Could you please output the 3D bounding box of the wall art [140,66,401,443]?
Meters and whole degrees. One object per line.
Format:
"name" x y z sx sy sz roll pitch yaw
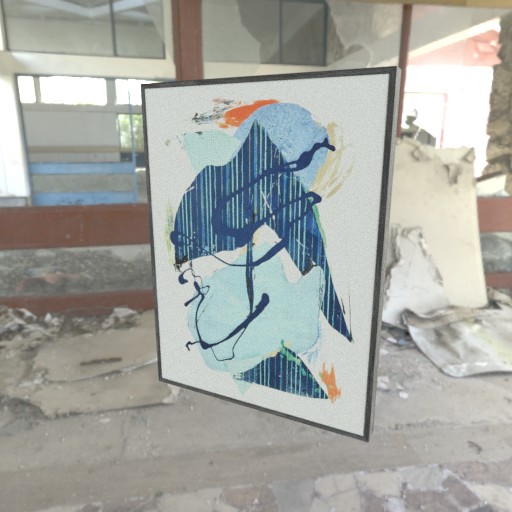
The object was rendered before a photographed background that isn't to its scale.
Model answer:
"wall art" 0.000 0.000 1.348 0.762 1.016 0.063 7 16 26
